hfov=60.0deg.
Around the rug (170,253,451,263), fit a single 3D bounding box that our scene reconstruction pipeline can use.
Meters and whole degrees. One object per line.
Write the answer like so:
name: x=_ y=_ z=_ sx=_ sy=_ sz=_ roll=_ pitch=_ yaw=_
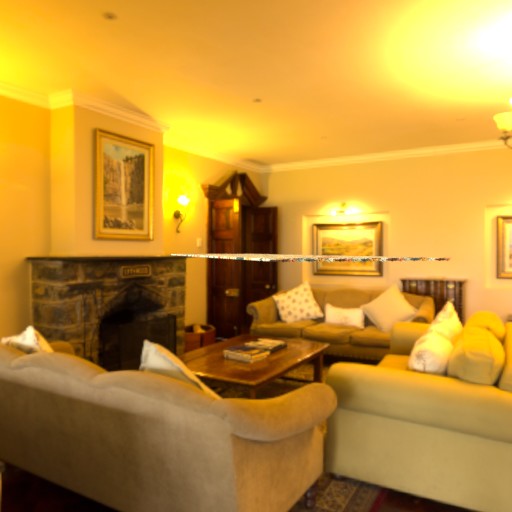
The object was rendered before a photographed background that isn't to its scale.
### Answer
rug: x=0.000 y=0.000 z=2.941 sx=0.763 sy=0.015 sz=2.682 roll=0 pitch=1 yaw=-19
